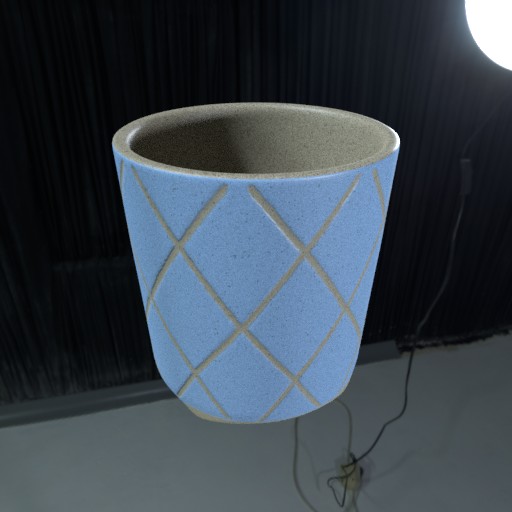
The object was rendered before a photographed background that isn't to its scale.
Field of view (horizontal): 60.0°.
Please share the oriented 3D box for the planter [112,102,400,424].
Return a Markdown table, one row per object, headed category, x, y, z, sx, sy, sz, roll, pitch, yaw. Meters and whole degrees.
| category | x | y | z | sx | sy | sz | roll | pitch | yaw |
| --- | --- | --- | --- | --- | --- | --- | --- | --- | --- |
| planter | 0.000 | 0.000 | 0.354 | 0.191 | 0.200 | 0.191 | 0 | 30 | 0 |
